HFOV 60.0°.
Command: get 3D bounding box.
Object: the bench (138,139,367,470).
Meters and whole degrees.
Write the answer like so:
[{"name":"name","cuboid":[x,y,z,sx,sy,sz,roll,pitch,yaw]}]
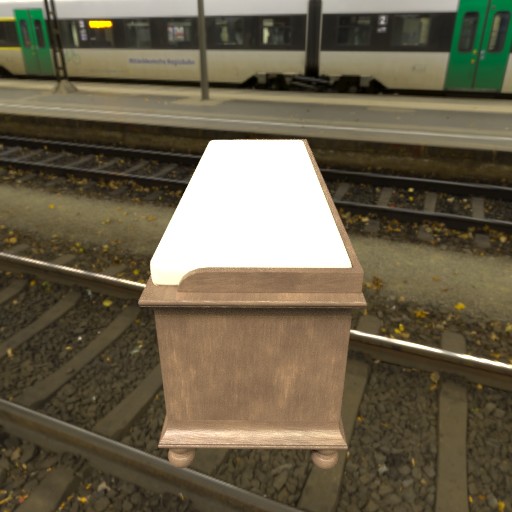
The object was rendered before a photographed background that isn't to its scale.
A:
[{"name":"bench","cuboid":[0.000,0.000,1.398,0.402,0.501,1.185,0,26,1]}]
